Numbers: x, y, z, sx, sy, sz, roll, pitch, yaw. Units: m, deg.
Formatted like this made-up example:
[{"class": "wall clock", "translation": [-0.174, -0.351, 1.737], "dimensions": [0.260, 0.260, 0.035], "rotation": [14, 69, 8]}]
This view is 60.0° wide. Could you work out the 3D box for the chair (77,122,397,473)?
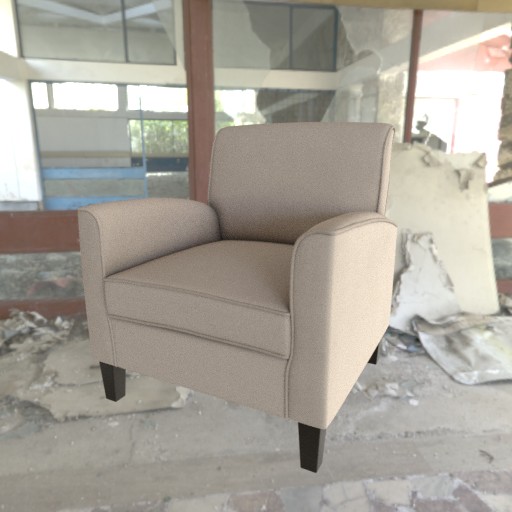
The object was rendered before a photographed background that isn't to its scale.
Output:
[{"class": "chair", "translation": [0.000, 0.000, 1.531], "dimensions": [0.820, 0.915, 0.820], "rotation": [7, 16, 27]}]
